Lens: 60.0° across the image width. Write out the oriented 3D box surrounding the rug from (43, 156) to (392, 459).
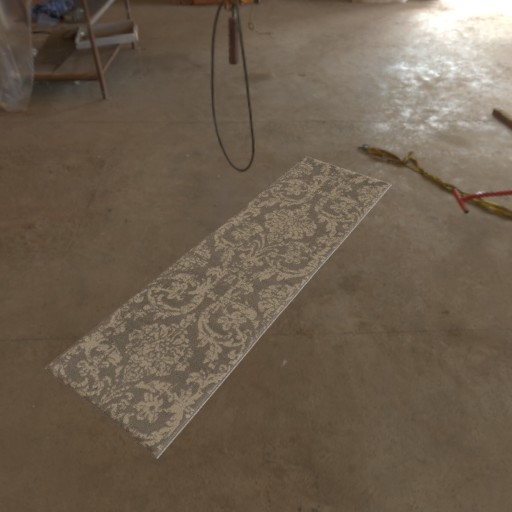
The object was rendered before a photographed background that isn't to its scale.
[{"bbox_3d":[0.000,0.000,2.393,0.662,0.011,2.196,25,47,25],"label":"rug"}]
